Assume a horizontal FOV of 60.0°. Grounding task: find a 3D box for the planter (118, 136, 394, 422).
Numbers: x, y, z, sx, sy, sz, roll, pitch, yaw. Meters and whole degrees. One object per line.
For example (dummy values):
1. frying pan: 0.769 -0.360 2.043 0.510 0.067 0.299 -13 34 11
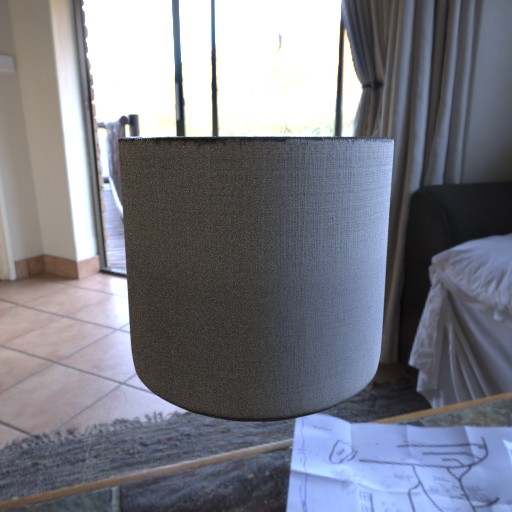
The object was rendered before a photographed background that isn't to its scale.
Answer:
1. planter: 0.000 0.000 0.388 0.221 0.201 0.221 0 15 0
